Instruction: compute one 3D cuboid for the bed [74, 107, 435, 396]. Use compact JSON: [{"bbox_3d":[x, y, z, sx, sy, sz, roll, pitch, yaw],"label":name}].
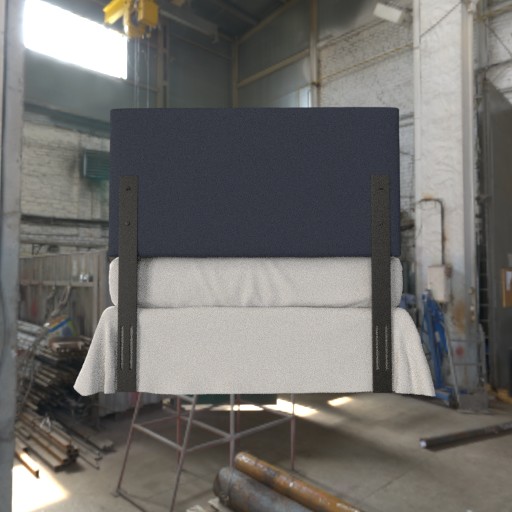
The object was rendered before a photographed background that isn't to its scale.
[{"bbox_3d":[0.000,0.000,3.455,1.936,1.577,2.222,0,-2,1],"label":"bed"}]
